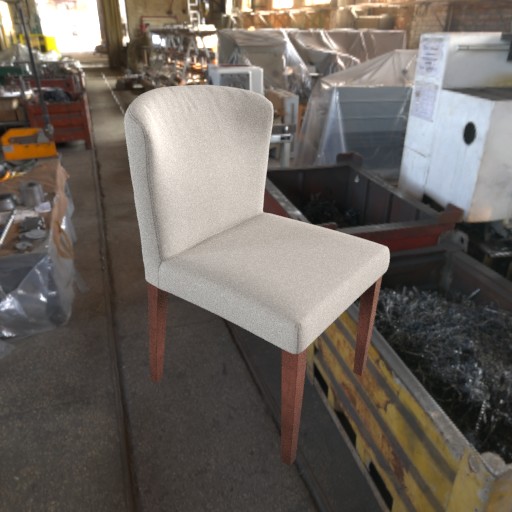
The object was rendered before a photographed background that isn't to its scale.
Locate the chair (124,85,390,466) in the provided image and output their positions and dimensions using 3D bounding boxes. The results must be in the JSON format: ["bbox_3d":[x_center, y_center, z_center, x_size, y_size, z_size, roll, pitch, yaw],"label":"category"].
[{"bbox_3d":[0.000,0.000,1.215,0.592,0.839,0.491,19,33,33],"label":"chair"}]
